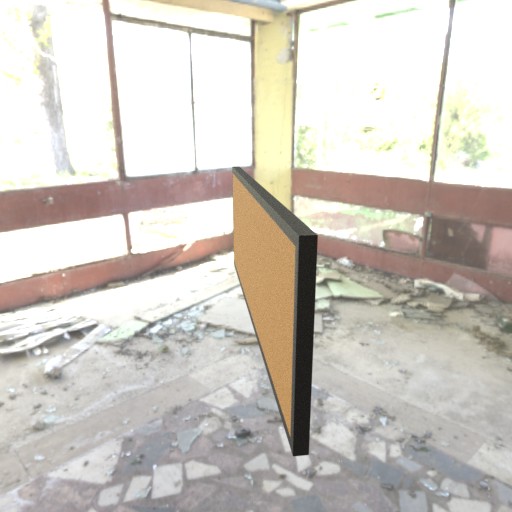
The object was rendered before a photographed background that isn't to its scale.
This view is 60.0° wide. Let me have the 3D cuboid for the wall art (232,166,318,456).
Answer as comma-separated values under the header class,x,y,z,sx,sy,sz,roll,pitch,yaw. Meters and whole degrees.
class,x,y,z,sx,sy,sz,roll,pitch,yaw
wall art,0.000,0.000,1.749,0.041,0.554,1.572,-2,17,-8
